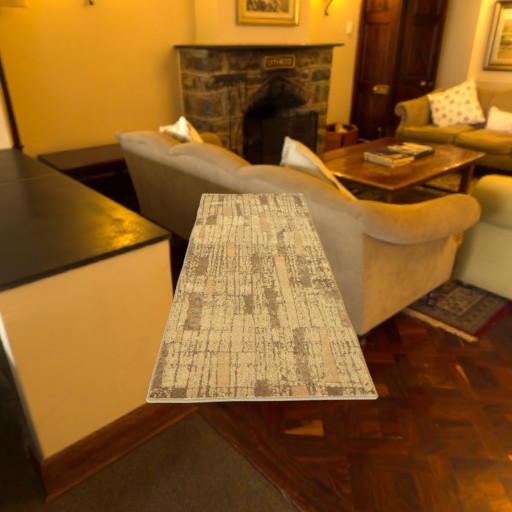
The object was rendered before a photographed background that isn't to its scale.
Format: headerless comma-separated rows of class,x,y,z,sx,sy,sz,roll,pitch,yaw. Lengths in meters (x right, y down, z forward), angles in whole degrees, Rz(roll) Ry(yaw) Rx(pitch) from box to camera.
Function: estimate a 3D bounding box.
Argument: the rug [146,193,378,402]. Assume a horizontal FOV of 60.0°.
rug,0.000,0.000,2.679,0.857,0.018,2.383,-1,26,-1
